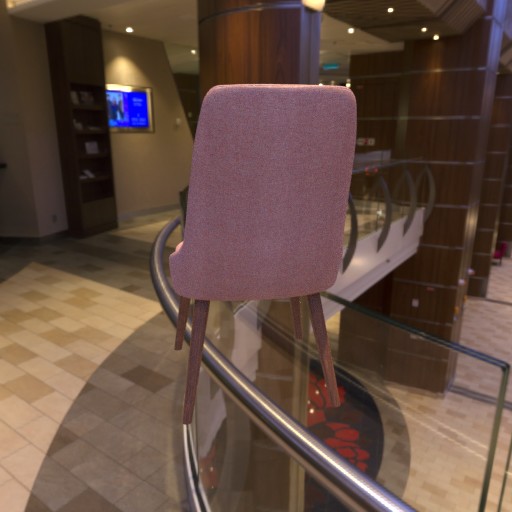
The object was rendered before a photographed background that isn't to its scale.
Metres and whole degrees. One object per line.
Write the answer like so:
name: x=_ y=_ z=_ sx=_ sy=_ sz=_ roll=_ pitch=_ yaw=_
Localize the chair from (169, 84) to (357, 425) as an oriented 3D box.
chair: x=0.000 y=0.000 z=1.349 sx=0.535 sy=0.918 sz=0.707 roll=-3 pitch=16 yaw=-10
